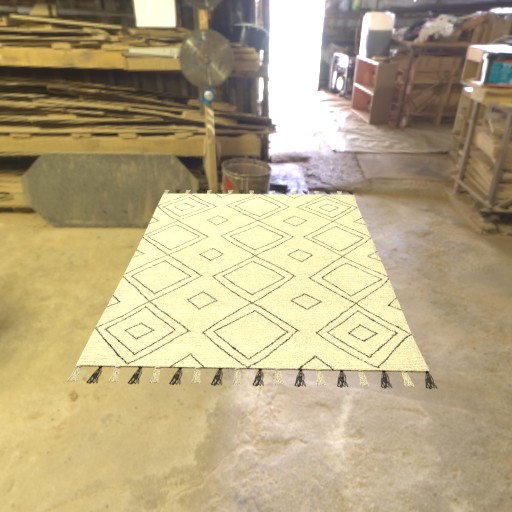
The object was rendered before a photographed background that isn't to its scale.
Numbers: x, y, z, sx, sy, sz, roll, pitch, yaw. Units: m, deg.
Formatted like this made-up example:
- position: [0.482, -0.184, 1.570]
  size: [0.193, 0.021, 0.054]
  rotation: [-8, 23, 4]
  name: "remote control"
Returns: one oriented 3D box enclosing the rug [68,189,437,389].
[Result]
- position: [0.000, 0.000, 4.177]
  size: [2.342, 0.026, 3.221]
  rotation: [1, 31, 1]
  name: "rug"
